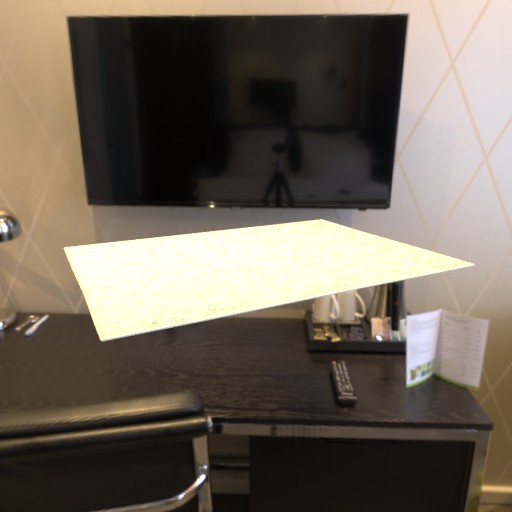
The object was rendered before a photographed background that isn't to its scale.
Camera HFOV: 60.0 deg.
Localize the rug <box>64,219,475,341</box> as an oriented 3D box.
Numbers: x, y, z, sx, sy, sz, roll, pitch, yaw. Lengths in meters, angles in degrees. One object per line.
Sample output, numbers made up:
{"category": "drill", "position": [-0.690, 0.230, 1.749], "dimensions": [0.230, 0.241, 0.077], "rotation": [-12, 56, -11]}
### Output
{"category": "rug", "position": [0.000, 0.000, 2.907], "dimensions": [2.202, 0.014, 1.598], "rotation": [-8, 18, -26]}
